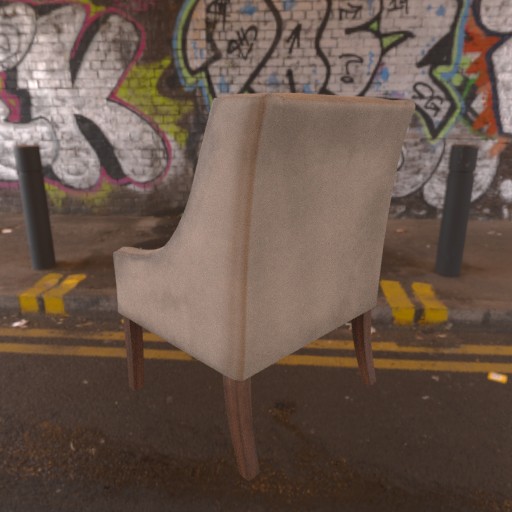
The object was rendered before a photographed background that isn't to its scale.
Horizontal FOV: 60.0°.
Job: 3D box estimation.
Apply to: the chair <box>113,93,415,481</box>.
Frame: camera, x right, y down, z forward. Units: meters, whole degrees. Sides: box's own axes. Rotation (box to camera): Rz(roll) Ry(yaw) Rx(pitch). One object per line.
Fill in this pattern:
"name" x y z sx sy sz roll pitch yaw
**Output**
"chair" 0.000 0.000 1.331 0.629 0.895 0.629 17 24 42
